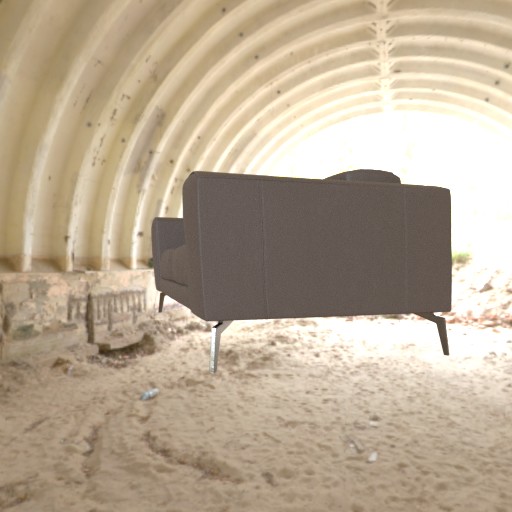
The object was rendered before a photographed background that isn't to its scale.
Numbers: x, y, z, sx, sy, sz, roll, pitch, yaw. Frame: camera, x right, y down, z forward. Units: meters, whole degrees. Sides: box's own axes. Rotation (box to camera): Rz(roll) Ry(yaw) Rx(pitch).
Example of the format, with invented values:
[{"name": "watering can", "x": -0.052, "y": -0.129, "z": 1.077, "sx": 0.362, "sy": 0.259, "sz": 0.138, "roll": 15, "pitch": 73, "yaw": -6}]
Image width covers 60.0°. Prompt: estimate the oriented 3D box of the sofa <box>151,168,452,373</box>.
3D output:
[{"name": "sofa", "x": 0.000, "y": 0.000, "z": 2.418, "sx": 1.003, "sy": 0.779, "sz": 1.895, "roll": 0, "pitch": -1, "yaw": -17}]
